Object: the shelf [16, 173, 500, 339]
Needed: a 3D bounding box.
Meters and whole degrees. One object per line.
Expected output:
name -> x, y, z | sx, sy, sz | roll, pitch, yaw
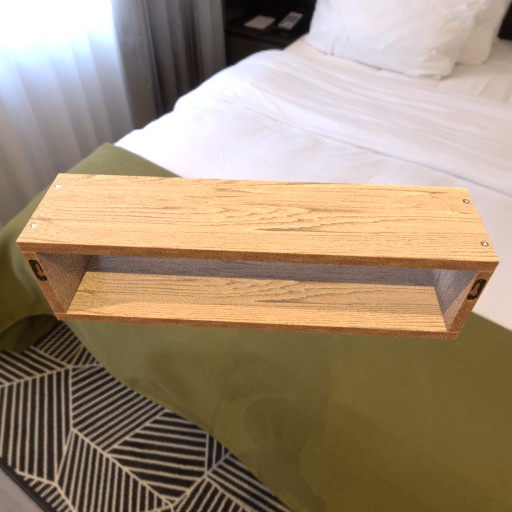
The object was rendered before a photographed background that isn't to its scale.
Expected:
shelf -> 0.000, 0.000, 0.670 | 0.610, 0.170, 0.150 | 2, 46, 2
